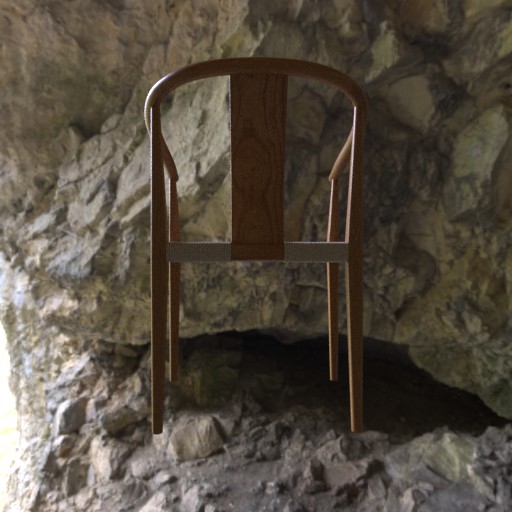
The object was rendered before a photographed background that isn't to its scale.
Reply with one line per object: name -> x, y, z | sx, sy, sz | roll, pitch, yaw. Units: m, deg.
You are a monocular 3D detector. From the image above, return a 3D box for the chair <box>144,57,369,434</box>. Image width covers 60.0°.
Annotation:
chair -> 0.000, 0.000, 1.169 | 0.556, 0.800, 0.579 | 0, 0, -1
